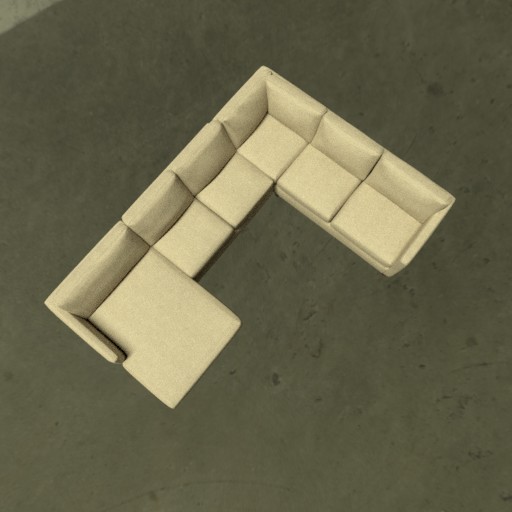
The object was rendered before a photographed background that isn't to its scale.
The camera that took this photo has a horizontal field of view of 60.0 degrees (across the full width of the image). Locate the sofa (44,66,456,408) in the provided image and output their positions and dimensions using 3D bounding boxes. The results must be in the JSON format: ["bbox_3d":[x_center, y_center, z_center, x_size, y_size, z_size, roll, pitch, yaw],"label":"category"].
[{"bbox_3d":[0.000,0.000,4.666,2.593,0.959,3.460,38,79,9],"label":"sofa"}]
